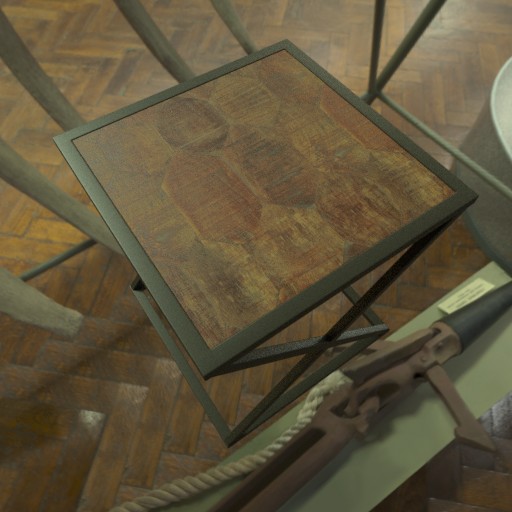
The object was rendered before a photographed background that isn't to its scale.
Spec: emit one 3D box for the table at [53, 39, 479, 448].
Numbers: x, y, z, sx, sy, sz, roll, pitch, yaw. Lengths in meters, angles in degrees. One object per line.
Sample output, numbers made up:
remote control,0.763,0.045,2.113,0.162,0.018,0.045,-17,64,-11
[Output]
table,0.000,0.000,0.961,0.500,0.565,0.500,-30,63,-17
